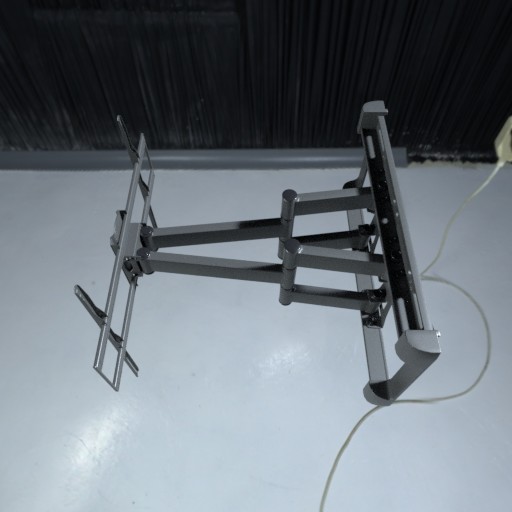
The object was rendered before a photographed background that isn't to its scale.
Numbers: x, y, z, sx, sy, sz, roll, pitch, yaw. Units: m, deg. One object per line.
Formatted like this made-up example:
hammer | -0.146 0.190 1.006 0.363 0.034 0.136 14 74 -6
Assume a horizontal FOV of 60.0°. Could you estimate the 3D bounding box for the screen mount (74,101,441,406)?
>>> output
screen mount | 0.000 0.000 1.105 0.644 0.491 0.661 0 58 0
